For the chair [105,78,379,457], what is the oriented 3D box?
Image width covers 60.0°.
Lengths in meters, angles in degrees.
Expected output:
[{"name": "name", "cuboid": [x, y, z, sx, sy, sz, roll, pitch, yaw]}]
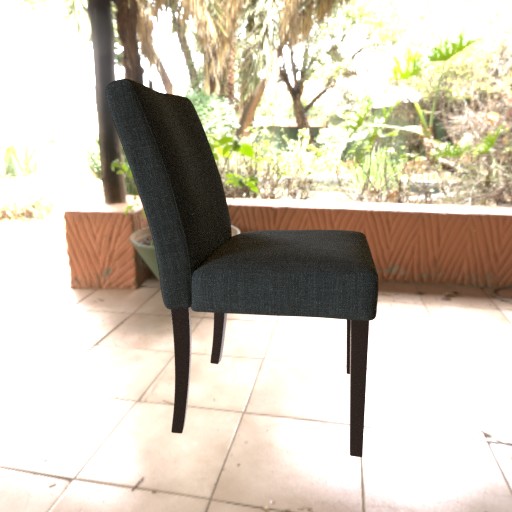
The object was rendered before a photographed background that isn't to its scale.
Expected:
[{"name": "chair", "cuboid": [0.000, 0.000, 1.232, 0.629, 0.884, 0.487, 2, 14, 10]}]
